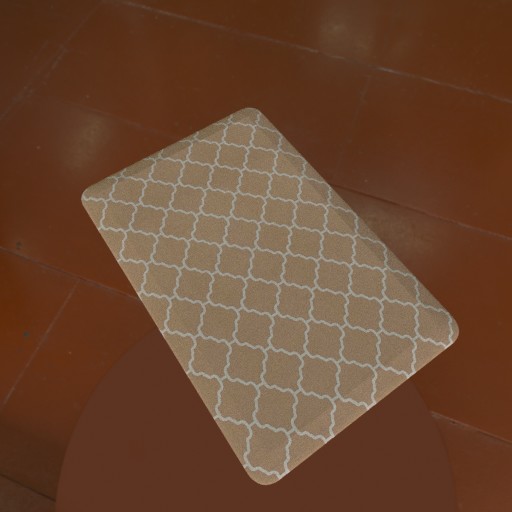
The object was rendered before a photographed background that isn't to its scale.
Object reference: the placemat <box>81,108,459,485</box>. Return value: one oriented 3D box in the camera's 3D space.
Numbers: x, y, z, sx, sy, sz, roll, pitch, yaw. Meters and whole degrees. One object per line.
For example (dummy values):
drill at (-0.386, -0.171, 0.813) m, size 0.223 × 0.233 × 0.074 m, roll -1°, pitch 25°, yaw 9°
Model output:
placemat at (0.000, 0.000, 0.965) m, size 0.508 × 0.021 × 0.762 m, roll -32°, pitch 67°, yaw -15°
